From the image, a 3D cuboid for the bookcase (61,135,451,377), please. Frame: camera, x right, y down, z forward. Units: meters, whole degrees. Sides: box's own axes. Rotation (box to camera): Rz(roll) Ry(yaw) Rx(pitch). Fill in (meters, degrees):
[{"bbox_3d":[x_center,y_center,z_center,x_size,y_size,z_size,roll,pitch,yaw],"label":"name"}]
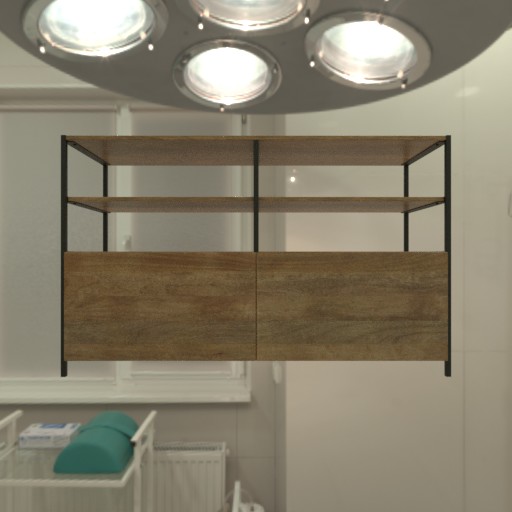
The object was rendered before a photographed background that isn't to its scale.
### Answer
[{"bbox_3d":[0.000,0.000,1.486,1.149,0.712,0.391,0,0,0],"label":"bookcase"}]
